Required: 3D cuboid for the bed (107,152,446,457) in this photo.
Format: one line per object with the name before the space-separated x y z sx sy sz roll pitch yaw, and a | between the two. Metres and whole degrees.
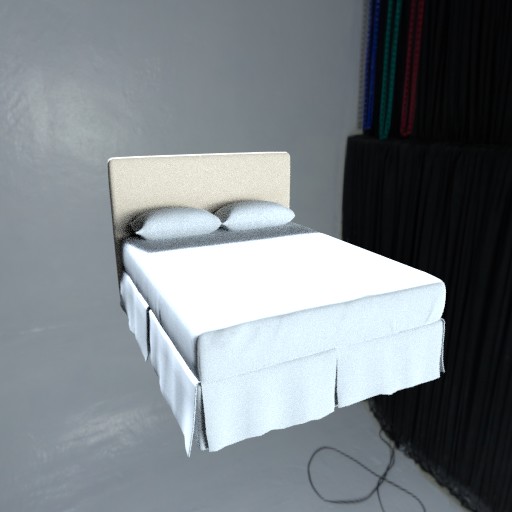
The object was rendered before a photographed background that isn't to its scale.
bed | 0.000 0.000 3.235 1.748 1.330 2.142 -8 19 -25
